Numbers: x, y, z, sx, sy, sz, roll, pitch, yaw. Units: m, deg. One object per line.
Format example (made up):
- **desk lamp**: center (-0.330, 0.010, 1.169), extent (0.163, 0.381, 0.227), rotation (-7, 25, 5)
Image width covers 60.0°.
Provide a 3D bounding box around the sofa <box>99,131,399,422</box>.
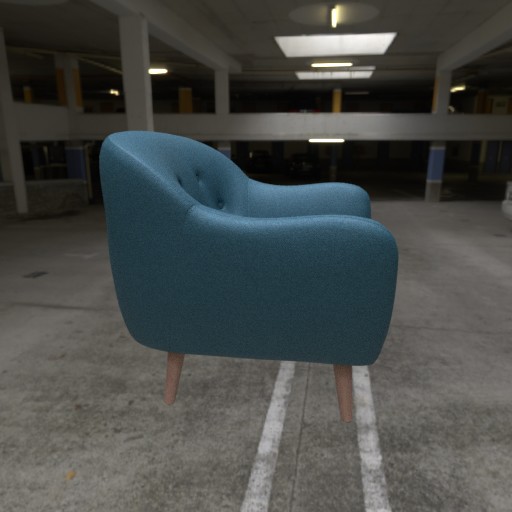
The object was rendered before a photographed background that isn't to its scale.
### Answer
- **sofa**: center (0.000, 0.000, 1.503), extent (0.825, 0.817, 0.836), rotation (2, 15, 9)
